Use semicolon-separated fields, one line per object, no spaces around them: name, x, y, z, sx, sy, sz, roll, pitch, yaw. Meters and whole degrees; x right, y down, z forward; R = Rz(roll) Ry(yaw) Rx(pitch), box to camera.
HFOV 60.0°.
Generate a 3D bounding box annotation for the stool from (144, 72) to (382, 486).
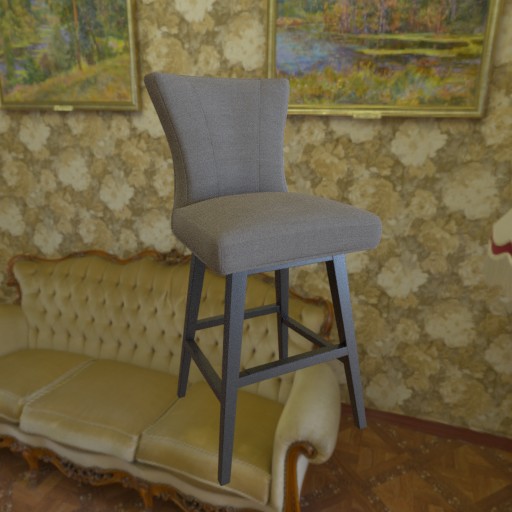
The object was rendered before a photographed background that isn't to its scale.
stool;0.000;0.000;1.390;0.514;1.086;0.574;-9;19;-27
